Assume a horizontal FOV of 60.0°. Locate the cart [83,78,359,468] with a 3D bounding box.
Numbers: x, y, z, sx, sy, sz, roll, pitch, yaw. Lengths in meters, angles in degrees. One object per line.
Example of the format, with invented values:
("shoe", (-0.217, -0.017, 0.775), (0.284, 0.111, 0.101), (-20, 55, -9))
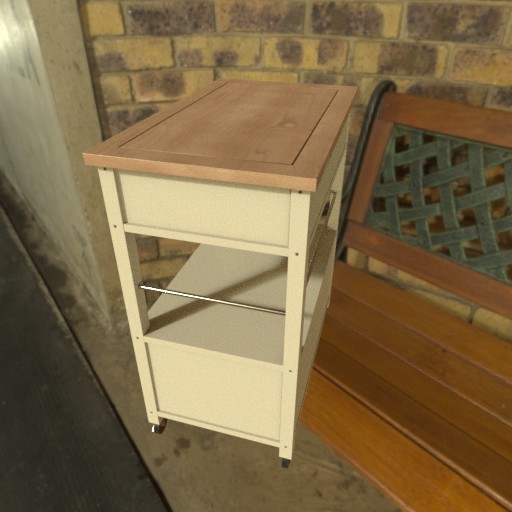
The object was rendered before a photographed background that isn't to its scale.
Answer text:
("cart", (0.000, 0.000, 1.383), (0.459, 0.901, 0.840), (9, 33, 14))
